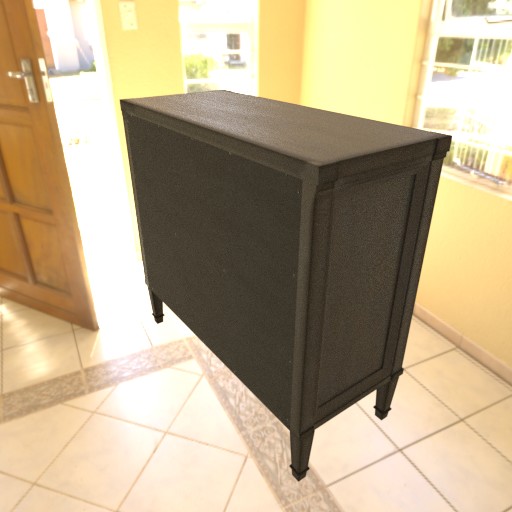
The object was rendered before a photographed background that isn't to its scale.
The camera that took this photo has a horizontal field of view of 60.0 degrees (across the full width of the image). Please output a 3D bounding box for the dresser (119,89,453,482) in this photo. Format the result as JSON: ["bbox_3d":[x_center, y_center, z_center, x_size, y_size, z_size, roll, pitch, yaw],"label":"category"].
[{"bbox_3d":[0.000,0.000,1.590,0.463,0.986,1.049,-19,33,-32],"label":"dresser"}]
